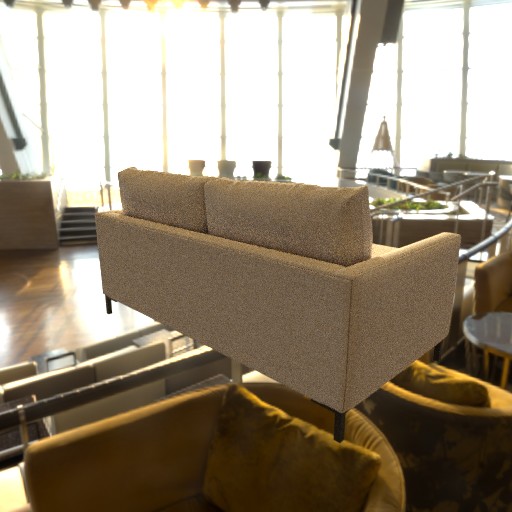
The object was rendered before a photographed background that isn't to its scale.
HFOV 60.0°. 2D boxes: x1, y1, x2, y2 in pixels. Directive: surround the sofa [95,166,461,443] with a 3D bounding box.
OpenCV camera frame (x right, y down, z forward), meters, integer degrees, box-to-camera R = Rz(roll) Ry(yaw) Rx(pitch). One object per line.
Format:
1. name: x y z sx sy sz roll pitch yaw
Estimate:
1. sofa: 0.000 0.000 2.149 1.651 0.812 0.839 14 20 43
